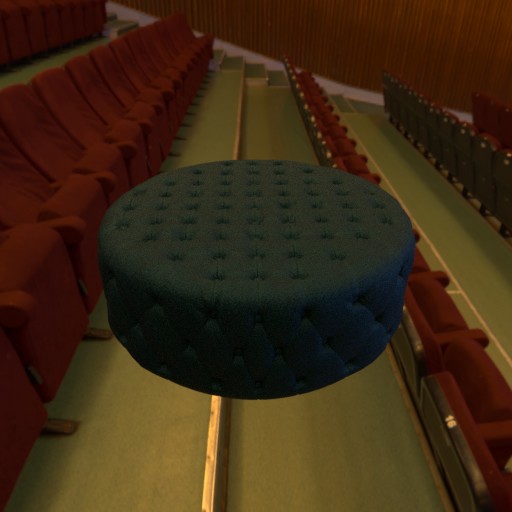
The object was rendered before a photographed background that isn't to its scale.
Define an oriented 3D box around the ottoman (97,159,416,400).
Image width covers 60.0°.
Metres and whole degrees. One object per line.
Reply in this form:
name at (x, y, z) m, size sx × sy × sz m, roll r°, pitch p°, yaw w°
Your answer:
ottoman at (0.000, 0.000, 1.505) m, size 0.998 × 0.398 × 0.998 m, roll 0°, pitch 32°, yaw 0°
